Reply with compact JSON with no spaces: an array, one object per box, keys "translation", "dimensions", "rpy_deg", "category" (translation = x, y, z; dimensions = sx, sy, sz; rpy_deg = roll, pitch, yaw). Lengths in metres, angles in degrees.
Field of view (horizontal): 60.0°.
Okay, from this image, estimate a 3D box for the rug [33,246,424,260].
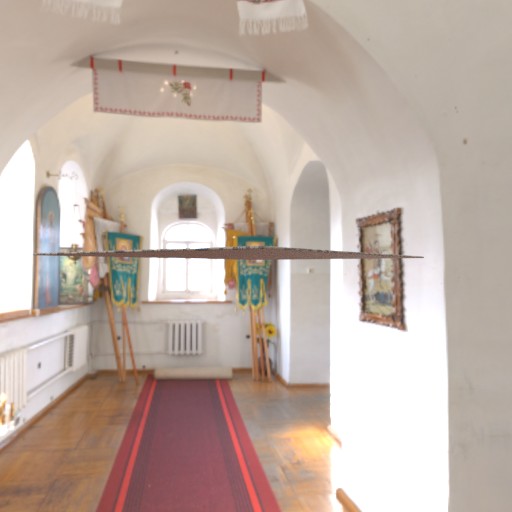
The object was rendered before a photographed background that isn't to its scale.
[{"translation":[0.000,0.000,3.076],"dimensions":[1.676,0.013,2.261],"rpy_deg":[-1,-2,36],"category":"rug"}]
